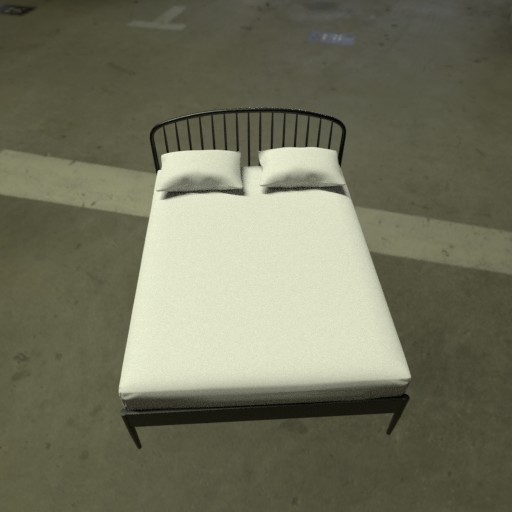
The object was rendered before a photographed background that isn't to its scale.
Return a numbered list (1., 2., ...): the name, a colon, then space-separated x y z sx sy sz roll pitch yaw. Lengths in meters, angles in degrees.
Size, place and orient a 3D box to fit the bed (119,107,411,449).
1. bed: 0.000 0.000 3.132 1.618 1.166 2.159 -2 45 -2
